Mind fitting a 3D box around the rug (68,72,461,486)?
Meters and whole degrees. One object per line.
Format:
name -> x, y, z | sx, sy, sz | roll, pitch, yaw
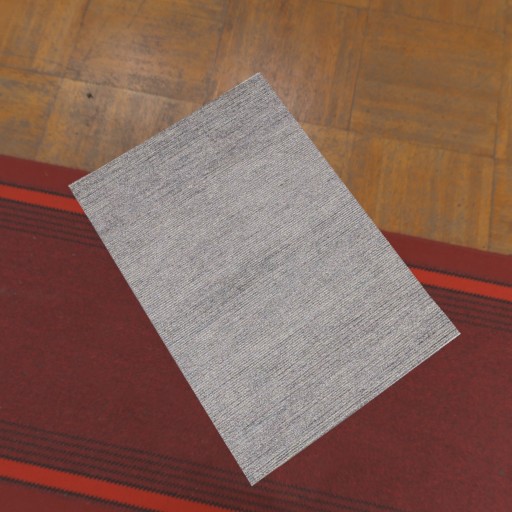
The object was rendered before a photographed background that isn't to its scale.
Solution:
rug -> 0.000, 0.000, 2.943 | 1.604, 0.030, 2.307 | -33, 79, -8
